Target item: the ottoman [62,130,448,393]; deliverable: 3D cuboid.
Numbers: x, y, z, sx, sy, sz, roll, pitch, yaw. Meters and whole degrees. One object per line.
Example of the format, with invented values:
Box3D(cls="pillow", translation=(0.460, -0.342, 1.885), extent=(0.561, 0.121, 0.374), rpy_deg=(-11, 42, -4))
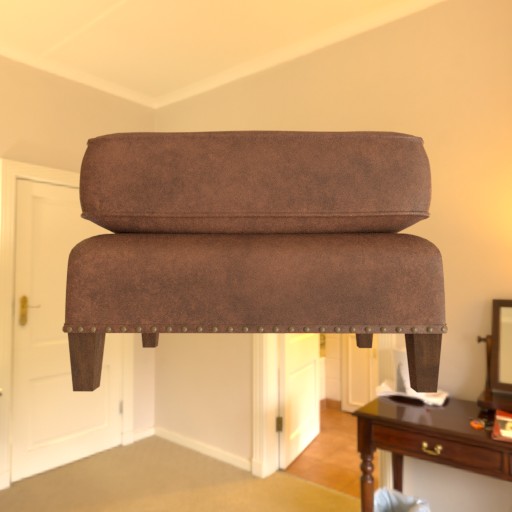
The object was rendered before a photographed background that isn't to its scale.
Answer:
Box3D(cls="ottoman", translation=(0.000, 0.000, 1.125), extent=(0.738, 0.537, 0.589), rpy_deg=(0, -2, 1))
